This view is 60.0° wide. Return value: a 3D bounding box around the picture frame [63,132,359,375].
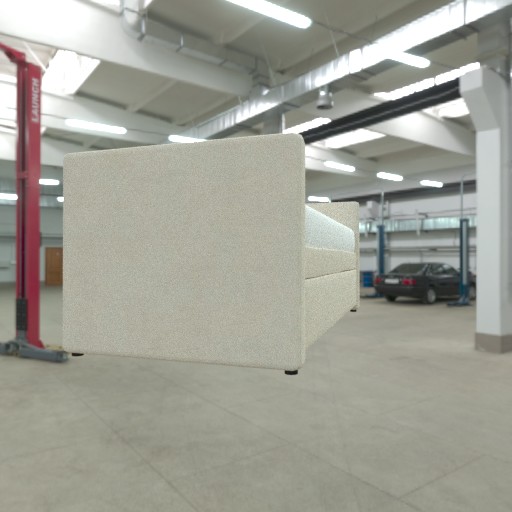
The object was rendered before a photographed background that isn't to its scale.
[{"bbox_3d":[0.000,0.000,2.784,1.069,0.891,2.161,0,0,19],"label":"picture frame"}]
